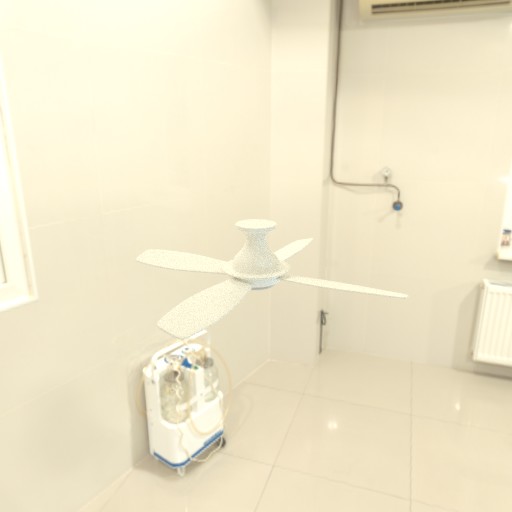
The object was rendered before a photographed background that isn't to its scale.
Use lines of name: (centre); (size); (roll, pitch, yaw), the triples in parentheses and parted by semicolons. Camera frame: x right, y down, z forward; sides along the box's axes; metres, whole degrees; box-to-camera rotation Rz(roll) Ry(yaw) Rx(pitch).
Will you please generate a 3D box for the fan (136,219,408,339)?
fan: (0.000, 0.000, 2.548); (1.693, 0.382, 1.694); (8, 19, 25)
